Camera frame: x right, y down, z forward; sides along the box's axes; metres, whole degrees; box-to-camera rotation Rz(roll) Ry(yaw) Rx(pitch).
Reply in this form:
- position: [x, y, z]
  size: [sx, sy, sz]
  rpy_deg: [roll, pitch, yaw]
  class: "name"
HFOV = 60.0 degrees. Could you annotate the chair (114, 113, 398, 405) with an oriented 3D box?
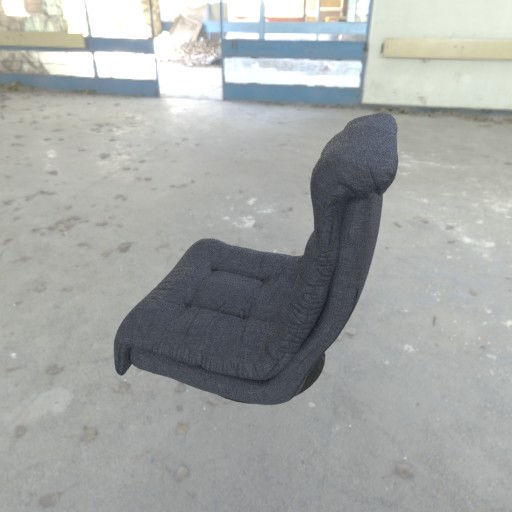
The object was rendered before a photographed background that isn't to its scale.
- position: [0.000, 0.000, 1.242]
  size: [0.668, 0.749, 0.597]
  rpy_deg: [8, 30, 14]
  class: "chair"
